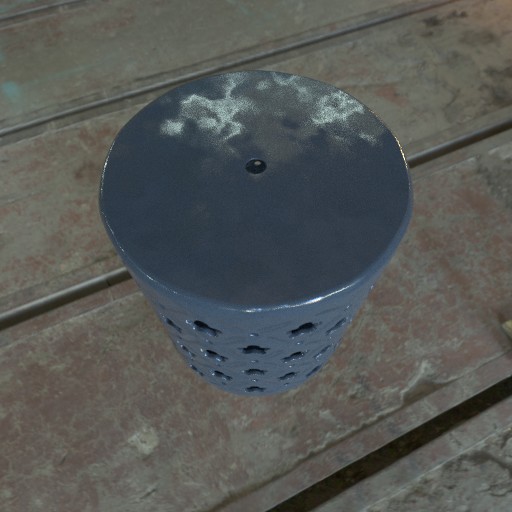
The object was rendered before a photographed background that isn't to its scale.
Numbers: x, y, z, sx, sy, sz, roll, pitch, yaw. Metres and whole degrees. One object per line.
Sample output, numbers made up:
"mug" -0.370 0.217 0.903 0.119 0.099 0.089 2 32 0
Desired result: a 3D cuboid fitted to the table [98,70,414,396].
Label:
"table" 0.000 0.000 0.655 0.352 0.387 0.352 0 59 0
